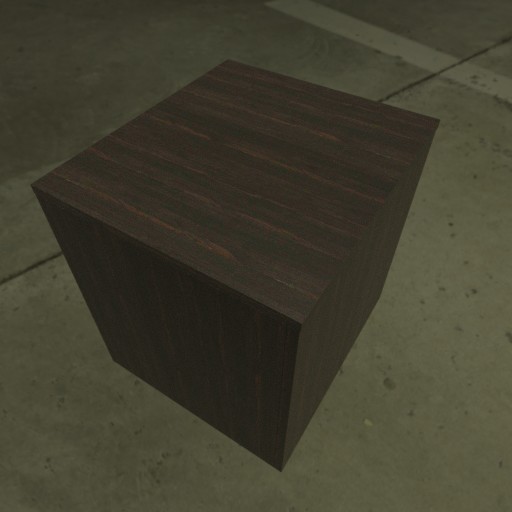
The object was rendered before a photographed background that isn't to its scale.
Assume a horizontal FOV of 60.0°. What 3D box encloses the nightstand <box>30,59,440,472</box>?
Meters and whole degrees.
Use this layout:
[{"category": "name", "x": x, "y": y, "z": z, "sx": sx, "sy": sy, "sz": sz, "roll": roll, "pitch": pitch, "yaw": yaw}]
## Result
[{"category": "nightstand", "x": 0.000, "y": 0.000, "z": 0.801, "sx": 0.400, "sy": 0.460, "sz": 0.461, "roll": 25, "pitch": 52, "yaw": 21}]
